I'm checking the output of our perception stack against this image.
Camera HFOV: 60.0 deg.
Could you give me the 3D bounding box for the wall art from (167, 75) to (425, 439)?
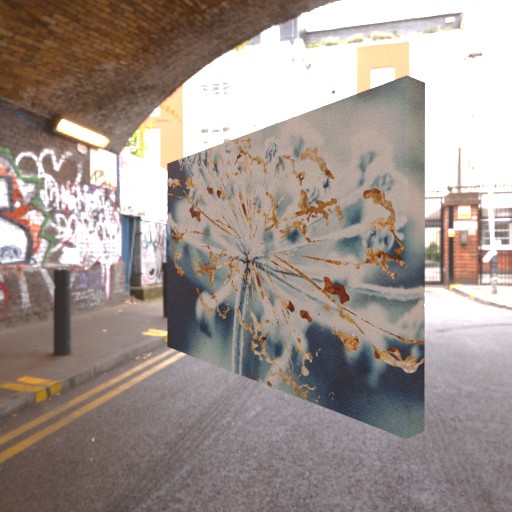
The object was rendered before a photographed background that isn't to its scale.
[{"bbox_3d":[0.000,0.000,0.747,0.036,0.405,0.607,0,0,-37],"label":"wall art"}]
